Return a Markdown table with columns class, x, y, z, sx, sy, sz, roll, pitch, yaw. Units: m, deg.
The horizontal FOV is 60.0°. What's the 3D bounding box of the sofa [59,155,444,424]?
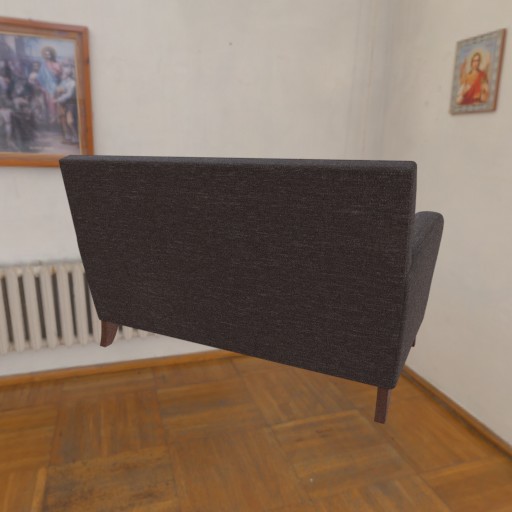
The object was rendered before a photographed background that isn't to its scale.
| class | x | y | z | sx | sy | sz | roll | pitch | yaw |
| --- | --- | --- | --- | --- | --- | --- | --- | --- | --- |
| sofa | 0.000 | 0.000 | 2.030 | 1.509 | 0.905 | 0.867 | 7 | 16 | 26 |
